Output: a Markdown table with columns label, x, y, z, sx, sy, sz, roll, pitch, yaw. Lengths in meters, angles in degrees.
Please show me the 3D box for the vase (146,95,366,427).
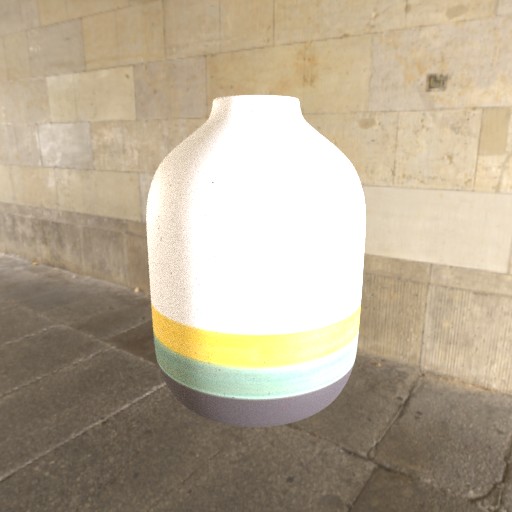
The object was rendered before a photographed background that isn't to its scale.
| label | x | y | z | sx | sy | sz | roll | pitch | yaw |
| --- | --- | --- | --- | --- | --- | --- | --- | --- | --- |
| vase | 0.000 | 0.000 | 0.359 | 0.169 | 0.240 | 0.169 | 0 | 14 | 0 |
